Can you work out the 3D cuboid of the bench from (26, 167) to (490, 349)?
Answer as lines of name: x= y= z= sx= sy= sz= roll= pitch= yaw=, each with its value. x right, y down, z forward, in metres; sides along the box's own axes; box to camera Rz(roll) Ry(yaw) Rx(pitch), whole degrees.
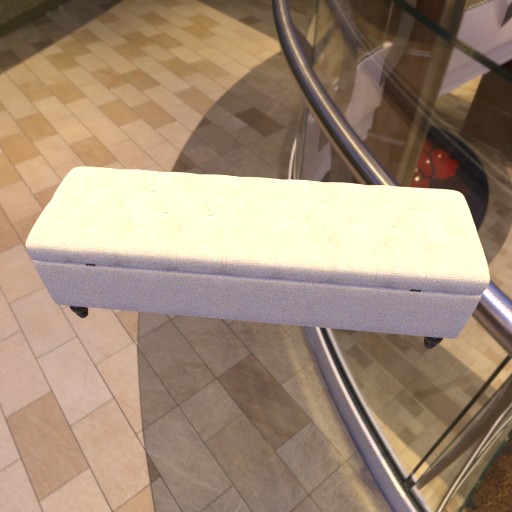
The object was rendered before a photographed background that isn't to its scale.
bench: x=0.000 y=0.000 z=1.677 sx=1.480 sy=0.467 sz=0.455 roll=4 pitch=47 yaw=4
